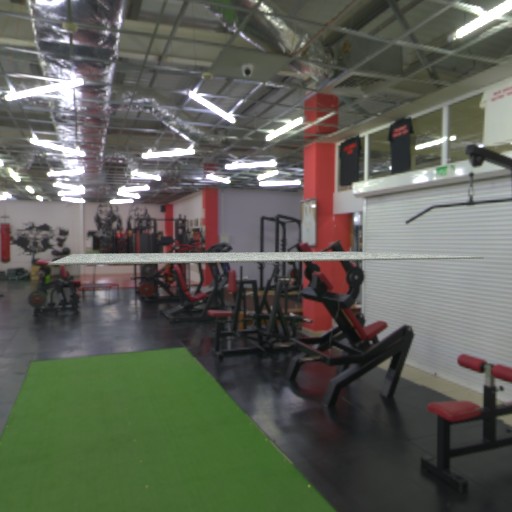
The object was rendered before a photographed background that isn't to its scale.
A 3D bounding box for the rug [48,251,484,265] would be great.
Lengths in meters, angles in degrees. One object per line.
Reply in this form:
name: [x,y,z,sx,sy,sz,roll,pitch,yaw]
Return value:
rug: [0.000,0.000,3.036,2.430,0.010,1.515,-1,2,-19]
